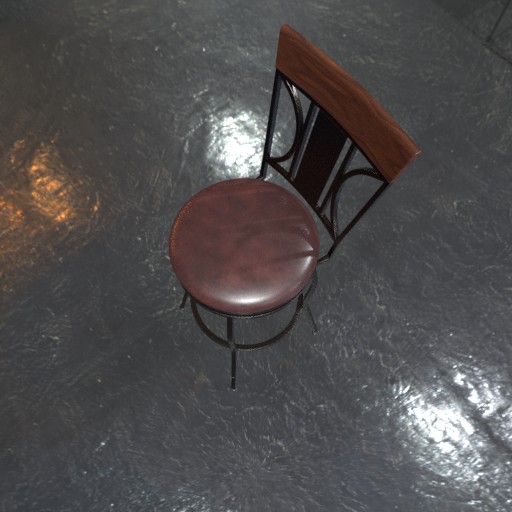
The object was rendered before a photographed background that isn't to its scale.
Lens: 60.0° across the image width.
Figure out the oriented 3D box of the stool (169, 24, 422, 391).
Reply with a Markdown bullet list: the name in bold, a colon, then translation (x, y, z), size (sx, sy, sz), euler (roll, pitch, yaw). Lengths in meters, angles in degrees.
- **stool**: translation (0.000, 0.000, 1.382), size (0.513, 1.130, 0.448), euler (-31, 68, -14)
